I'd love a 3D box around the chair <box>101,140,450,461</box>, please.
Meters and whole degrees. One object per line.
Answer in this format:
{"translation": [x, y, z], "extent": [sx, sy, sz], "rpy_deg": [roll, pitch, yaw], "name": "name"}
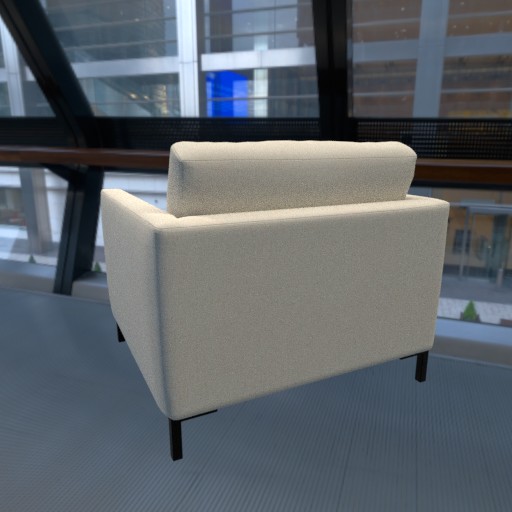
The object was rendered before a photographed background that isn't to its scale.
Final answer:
{"translation": [0.000, 0.000, 1.604], "extent": [0.964, 0.806, 0.875], "rpy_deg": [-7, 16, -26], "name": "chair"}
